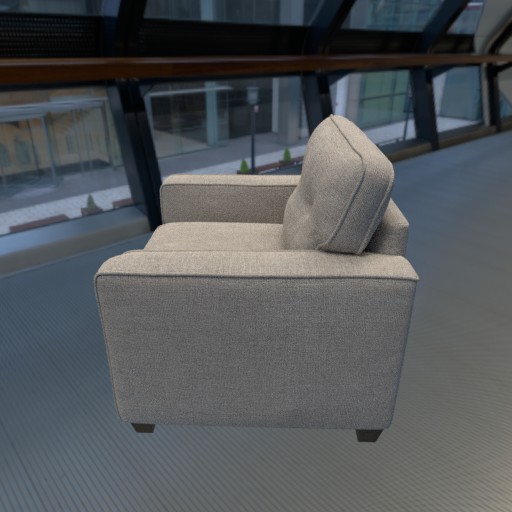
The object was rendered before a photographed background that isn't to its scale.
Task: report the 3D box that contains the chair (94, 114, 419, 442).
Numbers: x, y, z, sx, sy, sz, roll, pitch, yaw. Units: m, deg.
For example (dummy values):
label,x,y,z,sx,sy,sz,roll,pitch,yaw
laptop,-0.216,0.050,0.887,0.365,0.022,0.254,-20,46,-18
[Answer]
label,x,y,z,sx,sy,sz,roll,pitch,yaw
chair,0.000,0.000,1.731,0.939,0.965,1.015,1,26,2
